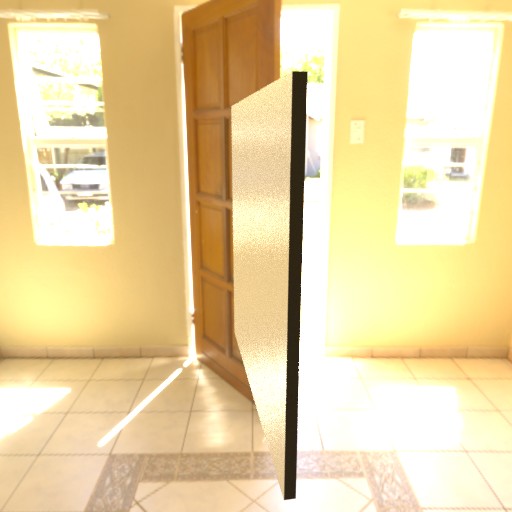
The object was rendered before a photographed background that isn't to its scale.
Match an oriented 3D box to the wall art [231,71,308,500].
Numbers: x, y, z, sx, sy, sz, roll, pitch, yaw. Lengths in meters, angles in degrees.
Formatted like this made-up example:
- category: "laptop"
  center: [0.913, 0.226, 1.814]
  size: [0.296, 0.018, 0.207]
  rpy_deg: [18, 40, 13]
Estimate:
- category: "wall art"
  center: [0.000, 0.000, 0.648]
  size: [0.014, 0.445, 0.446]
  rpy_deg: [-3, 15, -9]
